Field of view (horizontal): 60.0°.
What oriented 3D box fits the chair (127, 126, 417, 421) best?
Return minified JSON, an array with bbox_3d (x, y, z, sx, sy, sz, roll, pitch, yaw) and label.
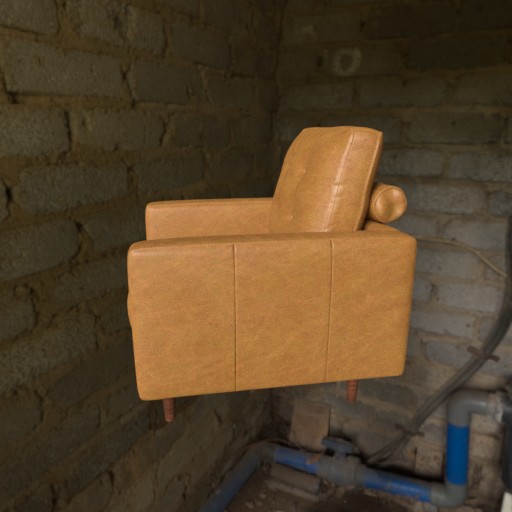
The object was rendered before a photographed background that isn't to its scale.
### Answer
[{"bbox_3d":[0.000,0.000,1.597,0.868,0.896,0.831,-3,16,-9],"label":"chair"}]
